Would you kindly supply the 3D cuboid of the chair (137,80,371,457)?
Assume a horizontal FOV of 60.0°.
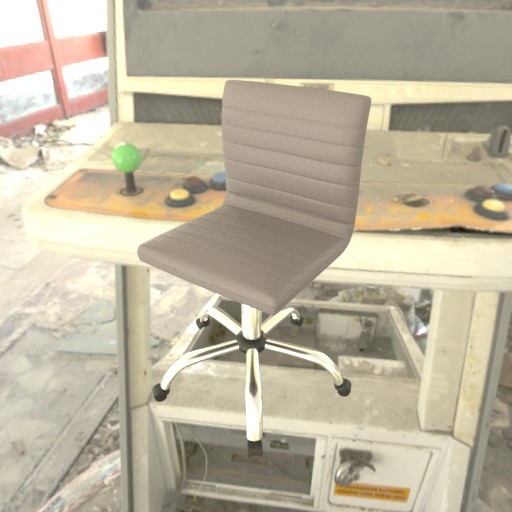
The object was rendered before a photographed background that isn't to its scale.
[{"bbox_3d":[0.000,0.000,1.129,0.556,0.780,0.530,19,36,29],"label":"chair"}]
